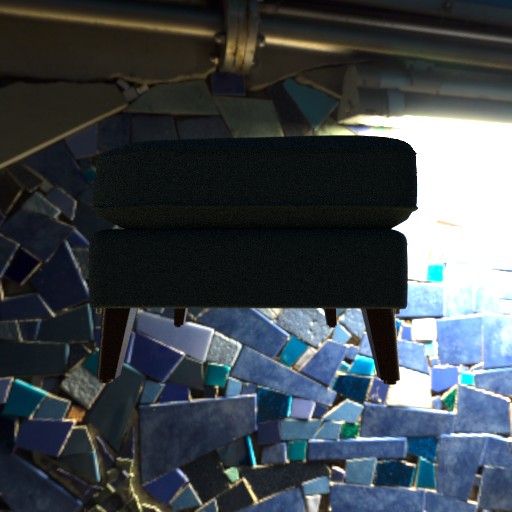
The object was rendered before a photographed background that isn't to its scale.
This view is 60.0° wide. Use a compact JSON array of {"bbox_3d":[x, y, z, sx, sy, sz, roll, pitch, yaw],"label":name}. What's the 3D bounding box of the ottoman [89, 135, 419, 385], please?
[{"bbox_3d":[0.000,0.000,1.228,0.629,0.503,0.835,0,-1,1],"label":"ottoman"}]
